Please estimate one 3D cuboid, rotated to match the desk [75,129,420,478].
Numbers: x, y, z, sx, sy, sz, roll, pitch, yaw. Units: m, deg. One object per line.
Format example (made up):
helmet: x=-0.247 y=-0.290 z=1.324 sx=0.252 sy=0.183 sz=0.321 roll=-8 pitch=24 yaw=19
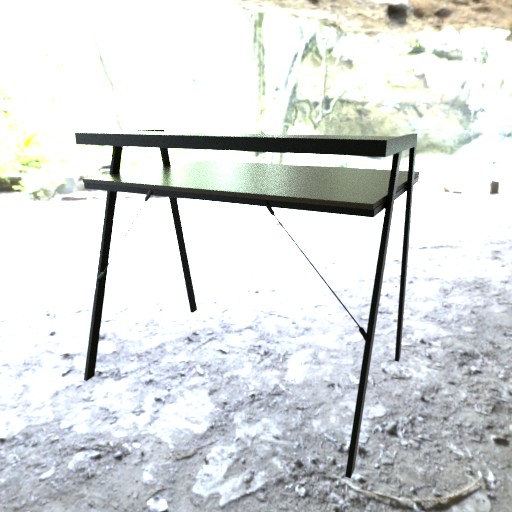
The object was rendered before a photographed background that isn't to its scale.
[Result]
desk: x=0.000 y=0.000 z=1.852 sx=1.143 sy=0.998 sz=0.936 roll=9 pitch=20 yaw=26
